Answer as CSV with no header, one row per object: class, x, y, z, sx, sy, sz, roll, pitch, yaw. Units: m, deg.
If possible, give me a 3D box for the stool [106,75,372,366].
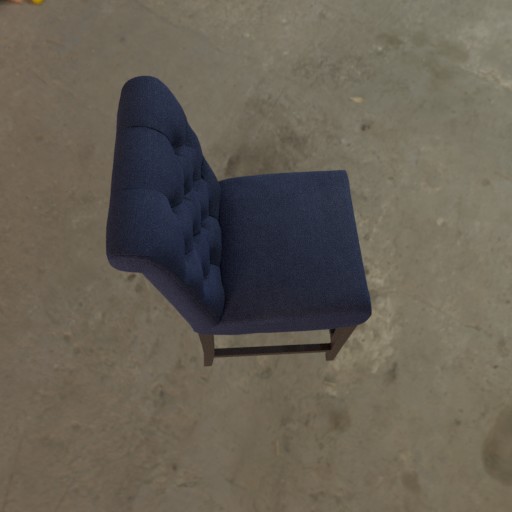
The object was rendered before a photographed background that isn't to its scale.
stool,0.000,0.000,1.351,0.601,1.010,0.493,-3,65,-1
